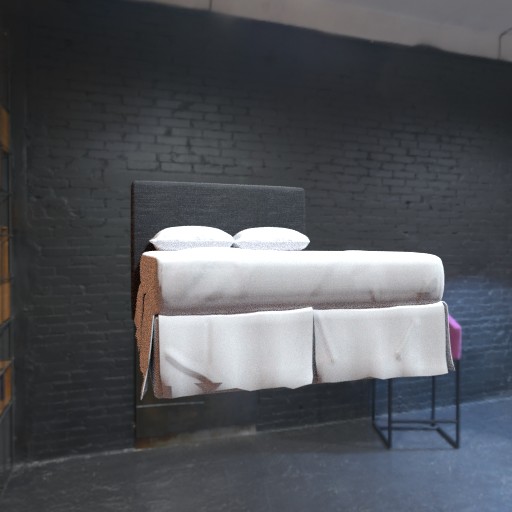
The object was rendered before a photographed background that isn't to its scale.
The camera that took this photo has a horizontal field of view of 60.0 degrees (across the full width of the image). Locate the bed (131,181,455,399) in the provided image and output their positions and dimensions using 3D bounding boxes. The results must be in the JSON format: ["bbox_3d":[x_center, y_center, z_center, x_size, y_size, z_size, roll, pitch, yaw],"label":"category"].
[{"bbox_3d":[0.000,0.000,3.217,1.723,1.330,2.142,0,1,-17],"label":"bed"}]
